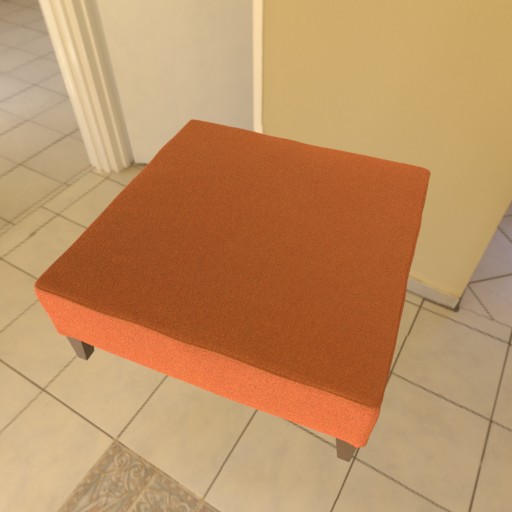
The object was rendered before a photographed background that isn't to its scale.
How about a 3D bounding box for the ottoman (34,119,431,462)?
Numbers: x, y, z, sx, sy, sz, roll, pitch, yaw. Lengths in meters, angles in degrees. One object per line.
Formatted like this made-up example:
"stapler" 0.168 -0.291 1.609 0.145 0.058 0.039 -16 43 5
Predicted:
"ottoman" 0.000 0.000 1.543 0.999 0.438 0.997 16 49 15
